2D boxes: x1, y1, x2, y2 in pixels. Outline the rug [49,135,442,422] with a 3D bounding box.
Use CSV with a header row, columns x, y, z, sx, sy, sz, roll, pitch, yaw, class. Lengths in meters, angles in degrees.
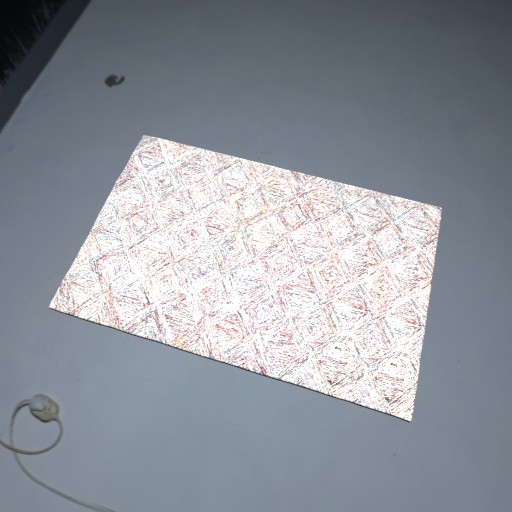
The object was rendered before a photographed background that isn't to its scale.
x,y,z,sx,sy,sz,roll,pitch,yaw,class
0.000,0.000,2.269,1.761,0.014,1.143,15,65,7,rug
